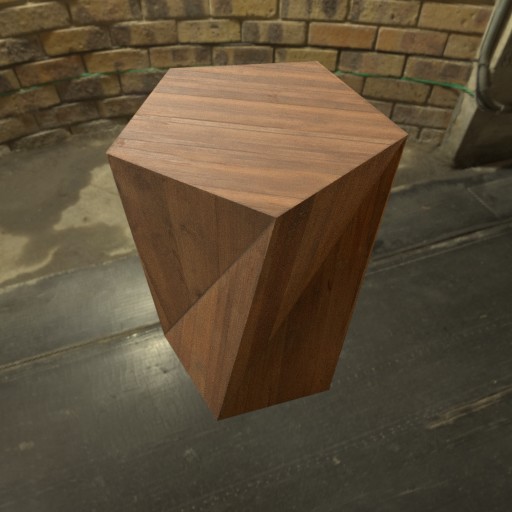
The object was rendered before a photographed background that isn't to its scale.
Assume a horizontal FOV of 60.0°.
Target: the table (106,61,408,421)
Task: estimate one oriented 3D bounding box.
[{"bbox_3d":[0.000,0.000,0.878,0.425,0.604,0.441,24,52,21],"label":"table"}]
